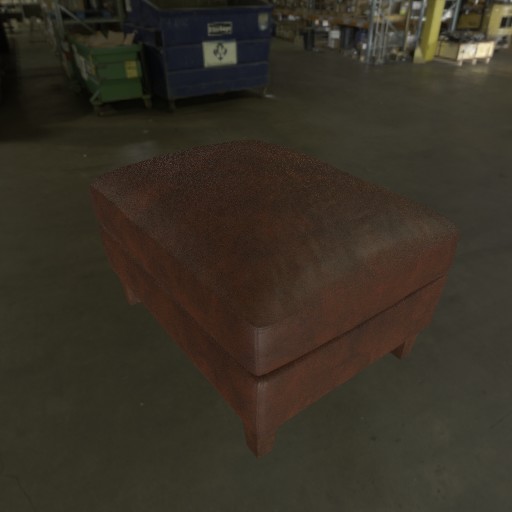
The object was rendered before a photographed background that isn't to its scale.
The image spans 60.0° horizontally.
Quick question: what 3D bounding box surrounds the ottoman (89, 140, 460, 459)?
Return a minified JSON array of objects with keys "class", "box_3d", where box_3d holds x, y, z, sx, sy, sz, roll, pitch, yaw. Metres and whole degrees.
[{"class":"ottoman","box_3d":[0.000,0.000,1.297,0.659,0.527,0.887,-22,38,-31]}]
